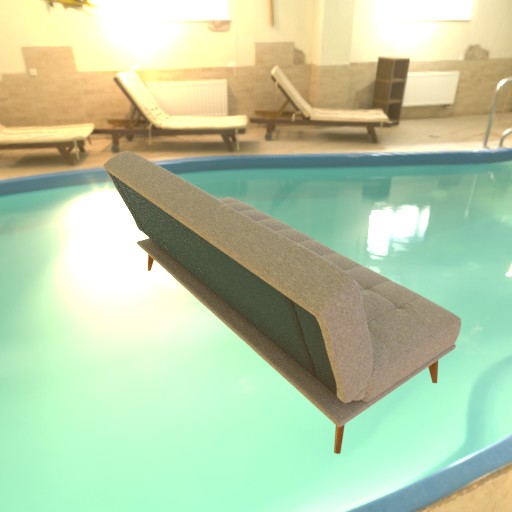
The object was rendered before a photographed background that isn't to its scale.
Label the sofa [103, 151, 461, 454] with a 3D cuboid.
[{"bbox_3d":[0.000,0.000,2.259,0.860,0.810,1.800,-19,34,-31],"label":"sofa"}]
